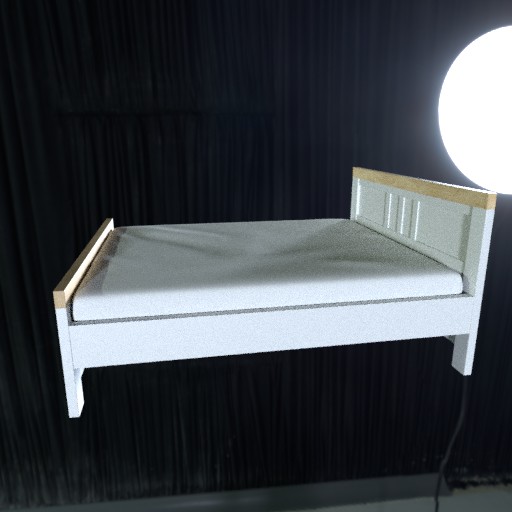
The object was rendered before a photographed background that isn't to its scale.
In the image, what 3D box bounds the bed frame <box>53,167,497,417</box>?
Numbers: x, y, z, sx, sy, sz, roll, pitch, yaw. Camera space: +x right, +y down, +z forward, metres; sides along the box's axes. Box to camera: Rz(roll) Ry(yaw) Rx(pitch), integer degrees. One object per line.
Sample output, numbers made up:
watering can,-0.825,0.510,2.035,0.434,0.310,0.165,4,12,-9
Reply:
bed frame,0.000,0.000,2.868,2.050,0.980,1.670,-3,16,-10
